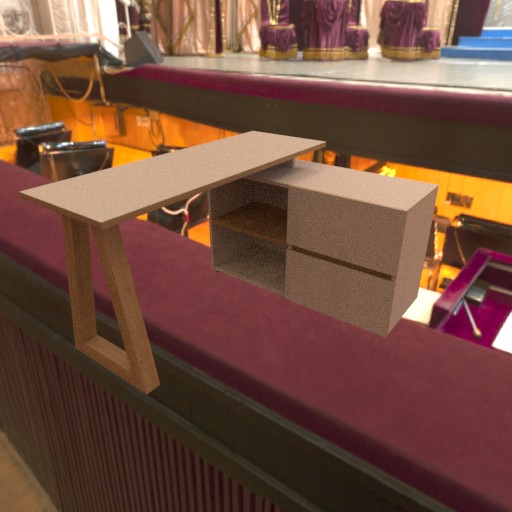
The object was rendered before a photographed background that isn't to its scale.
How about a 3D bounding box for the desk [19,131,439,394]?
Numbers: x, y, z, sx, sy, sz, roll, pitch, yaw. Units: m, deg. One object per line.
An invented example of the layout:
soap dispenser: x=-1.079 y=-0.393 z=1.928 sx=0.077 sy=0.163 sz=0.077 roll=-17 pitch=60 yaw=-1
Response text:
desk: x=0.000 y=0.000 z=1.985 sx=1.098 sy=0.755 sz=1.404 roll=19 pitch=32 yaw=32
